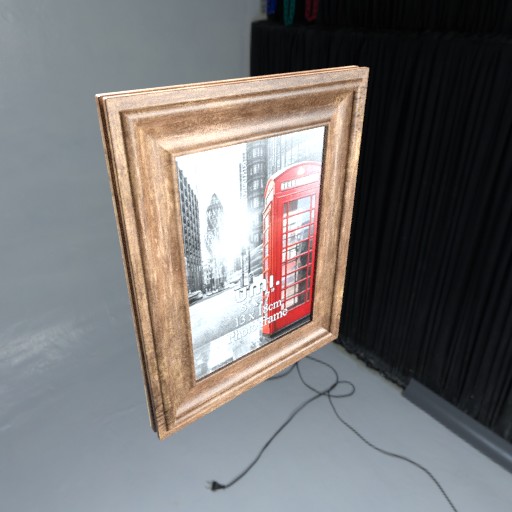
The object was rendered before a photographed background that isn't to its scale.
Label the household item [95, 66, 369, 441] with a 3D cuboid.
[{"bbox_3d":[0.000,0.000,0.316,0.186,0.237,0.018,-21,36,-32],"label":"household item"}]
